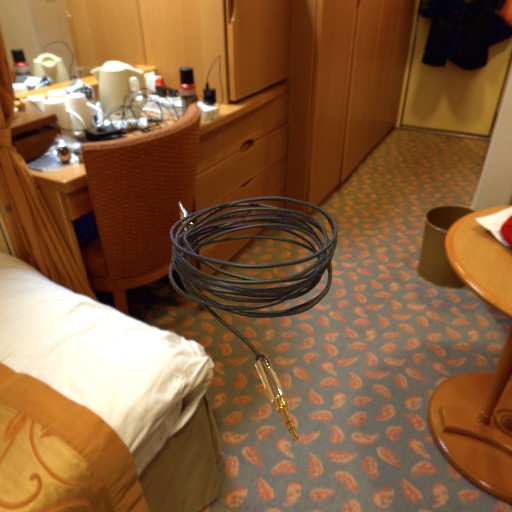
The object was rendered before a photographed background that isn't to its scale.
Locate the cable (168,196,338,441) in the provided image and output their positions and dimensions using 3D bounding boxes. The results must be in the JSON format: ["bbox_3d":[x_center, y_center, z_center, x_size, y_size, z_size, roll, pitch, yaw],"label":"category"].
[{"bbox_3d":[0.000,0.000,0.505,0.198,0.069,0.432,-10,34,-15],"label":"cable"}]
